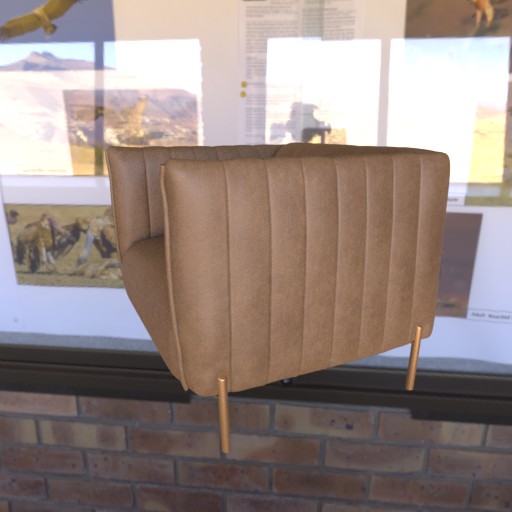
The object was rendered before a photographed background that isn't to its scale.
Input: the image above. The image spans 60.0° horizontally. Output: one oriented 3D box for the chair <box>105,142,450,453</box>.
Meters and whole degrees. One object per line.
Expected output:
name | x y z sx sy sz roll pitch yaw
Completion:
chair | 0.000 0.000 1.610 0.876 0.779 0.981 -7 17 -25
